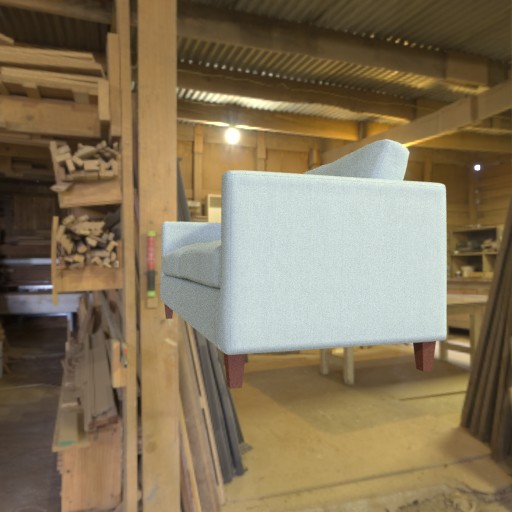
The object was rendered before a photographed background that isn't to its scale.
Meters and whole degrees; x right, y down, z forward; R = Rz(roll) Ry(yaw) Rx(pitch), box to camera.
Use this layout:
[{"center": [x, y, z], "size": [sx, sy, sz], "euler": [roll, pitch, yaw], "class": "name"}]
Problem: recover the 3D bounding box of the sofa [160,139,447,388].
[{"center": [0.000, 0.000, 2.677], "size": [0.951, 0.965, 2.208], "euler": [0, -1, -18], "class": "sofa"}]
